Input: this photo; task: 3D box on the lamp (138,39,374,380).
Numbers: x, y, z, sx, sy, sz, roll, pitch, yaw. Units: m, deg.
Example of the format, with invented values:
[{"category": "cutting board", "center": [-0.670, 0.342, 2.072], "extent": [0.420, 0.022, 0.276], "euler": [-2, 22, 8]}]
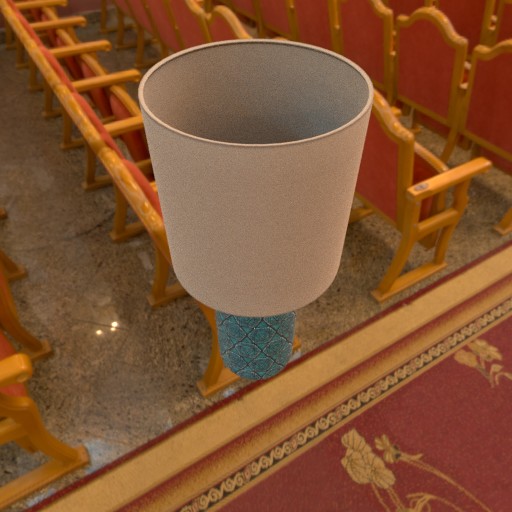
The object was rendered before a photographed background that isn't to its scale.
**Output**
[{"category": "lamp", "center": [0.000, 0.000, 0.746], "extent": [0.278, 0.597, 0.278], "euler": [-24, 50, -21]}]
